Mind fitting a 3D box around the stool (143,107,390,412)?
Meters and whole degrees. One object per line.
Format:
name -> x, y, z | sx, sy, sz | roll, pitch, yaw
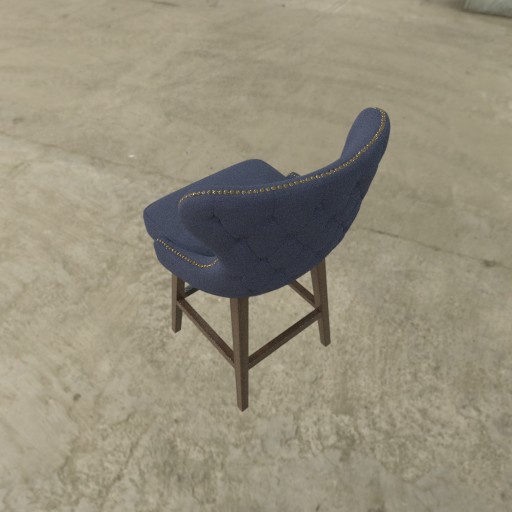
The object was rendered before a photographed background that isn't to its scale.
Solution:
stool -> 0.000, 0.000, 1.416 | 0.615, 0.972, 0.597 | -30, 53, -27
